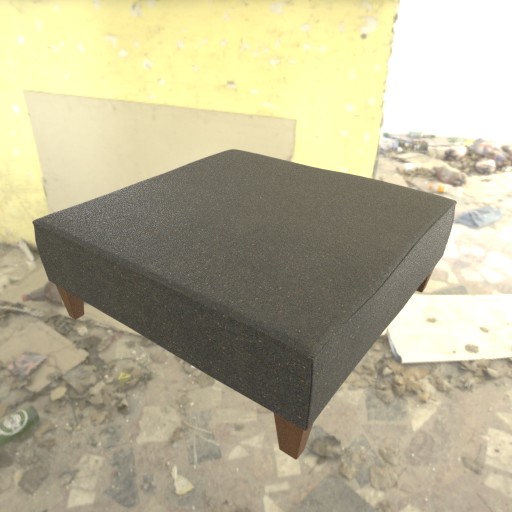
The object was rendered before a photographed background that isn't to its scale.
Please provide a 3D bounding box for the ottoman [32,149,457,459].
[{"bbox_3d":[0.000,0.000,1.504,1.004,0.382,0.968,20,35,31],"label":"ottoman"}]
